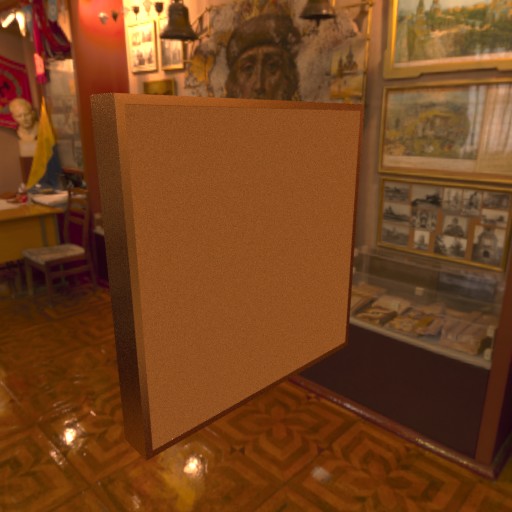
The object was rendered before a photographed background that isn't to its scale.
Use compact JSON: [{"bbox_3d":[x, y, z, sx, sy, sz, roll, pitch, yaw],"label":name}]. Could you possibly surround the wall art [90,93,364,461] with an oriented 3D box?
[{"bbox_3d":[0.000,0.000,0.460,0.304,0.304,0.038,-16,23,-42],"label":"wall art"}]
